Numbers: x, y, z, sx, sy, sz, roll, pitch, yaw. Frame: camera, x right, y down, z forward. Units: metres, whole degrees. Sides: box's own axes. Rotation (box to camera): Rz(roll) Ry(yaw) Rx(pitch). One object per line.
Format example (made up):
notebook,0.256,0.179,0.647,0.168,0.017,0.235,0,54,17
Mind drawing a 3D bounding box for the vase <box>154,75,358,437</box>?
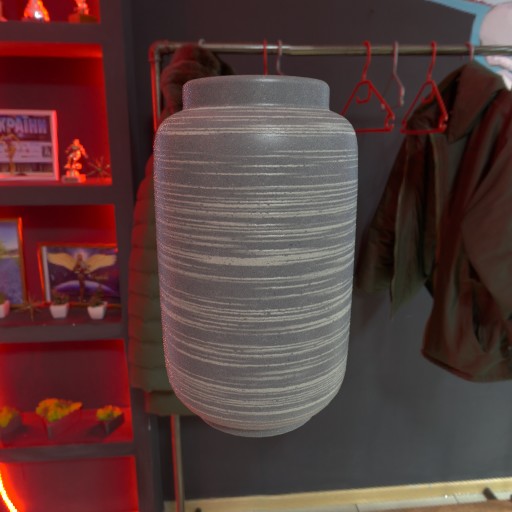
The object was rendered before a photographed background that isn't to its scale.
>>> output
vase,0.000,0.000,0.686,0.297,0.499,0.297,0,15,0
